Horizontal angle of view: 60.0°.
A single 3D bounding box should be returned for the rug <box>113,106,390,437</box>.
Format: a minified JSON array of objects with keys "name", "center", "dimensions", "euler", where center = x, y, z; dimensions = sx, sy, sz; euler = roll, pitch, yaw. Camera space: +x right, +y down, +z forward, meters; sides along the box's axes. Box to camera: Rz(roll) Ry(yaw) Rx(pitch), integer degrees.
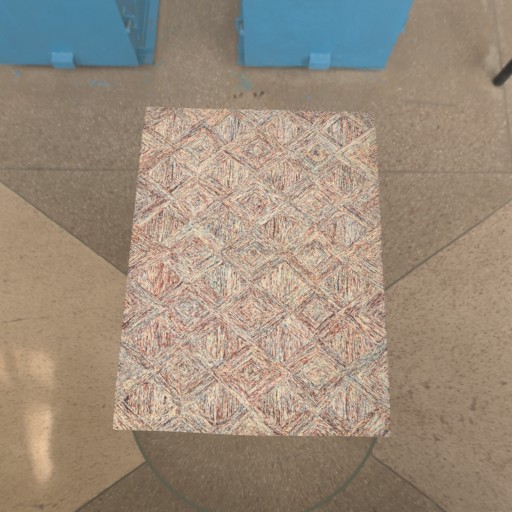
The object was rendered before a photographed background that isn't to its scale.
[{"name":"rug","center":[0.000,0.000,4.269],"dimensions":[2.436,0.024,3.226],"euler":[1,75,0]}]
